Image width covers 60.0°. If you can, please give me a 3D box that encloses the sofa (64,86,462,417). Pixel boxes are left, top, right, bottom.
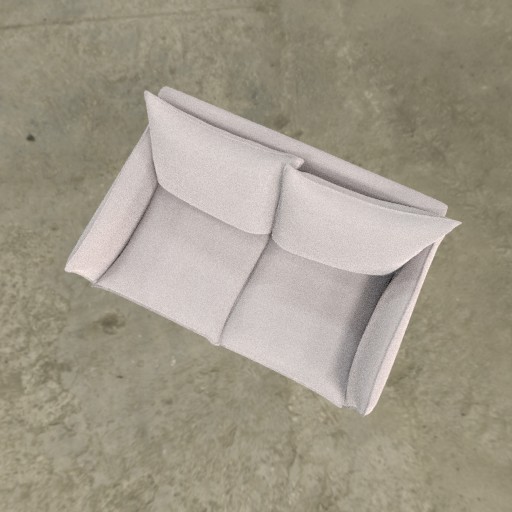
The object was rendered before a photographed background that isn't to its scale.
[{"bbox_3d":[0.000,0.000,1.859,1.300,0.840,0.820,25,76,7],"label":"sofa"}]
